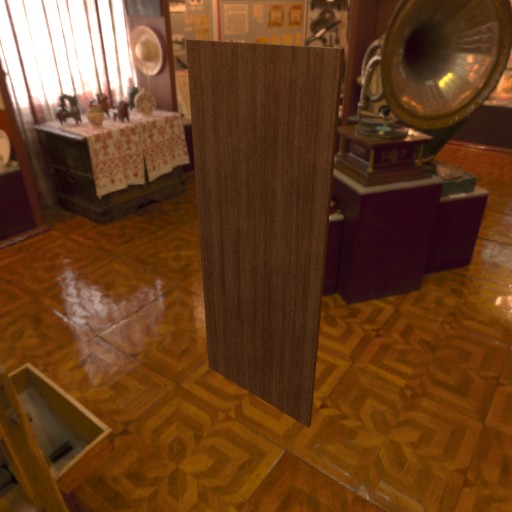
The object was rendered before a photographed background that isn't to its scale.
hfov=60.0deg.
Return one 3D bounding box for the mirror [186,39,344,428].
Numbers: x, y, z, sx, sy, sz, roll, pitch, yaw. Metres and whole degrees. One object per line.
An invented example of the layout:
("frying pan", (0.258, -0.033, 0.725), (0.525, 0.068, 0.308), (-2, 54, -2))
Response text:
("mirror", (0.000, 0.000, 2.344), (0.812, 2.032, 0.025), (21, 36, 33))
